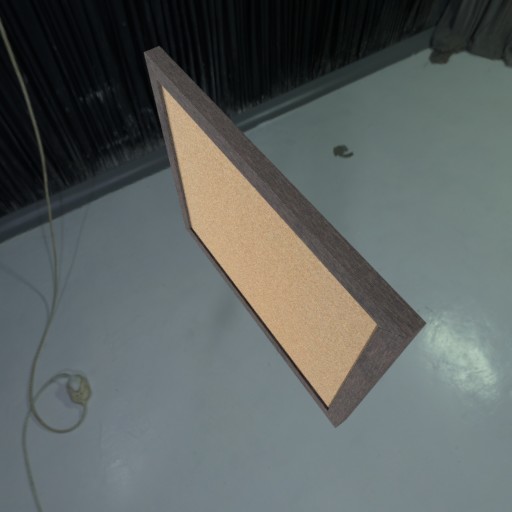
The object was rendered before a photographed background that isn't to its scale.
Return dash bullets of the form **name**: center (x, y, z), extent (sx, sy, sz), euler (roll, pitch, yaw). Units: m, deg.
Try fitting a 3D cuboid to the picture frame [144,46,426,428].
- **picture frame**: center (0.000, 0.000, 0.741), extent (0.026, 0.455, 0.546), euler (-31, 63, -17)
